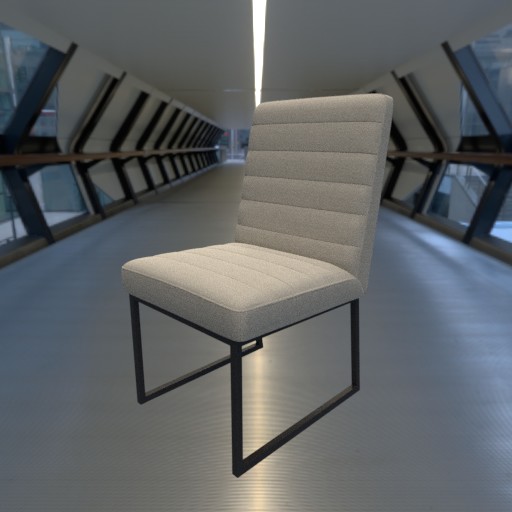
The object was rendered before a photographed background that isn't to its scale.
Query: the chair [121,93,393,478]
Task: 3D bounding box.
[{"bbox_3d":[0.000,0.000,1.330,0.520,0.930,0.634,14,20,43],"label":"chair"}]
